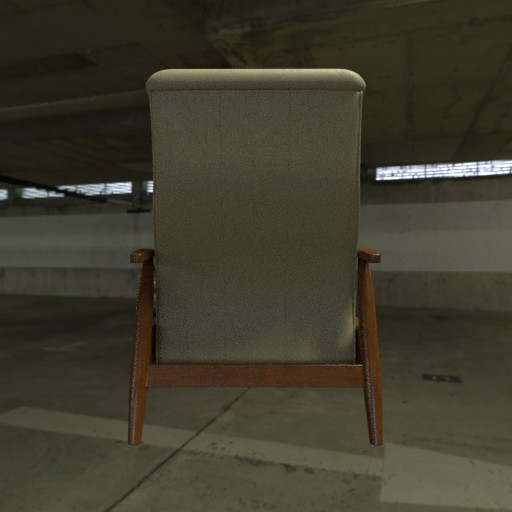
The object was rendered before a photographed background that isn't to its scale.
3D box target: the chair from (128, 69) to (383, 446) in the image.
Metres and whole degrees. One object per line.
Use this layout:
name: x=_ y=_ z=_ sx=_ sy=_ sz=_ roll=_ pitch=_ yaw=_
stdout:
chair: x=0.000 y=0.000 z=1.755 sx=0.762 sy=1.082 sz=1.014 roll=0 pitch=0 yaw=0
